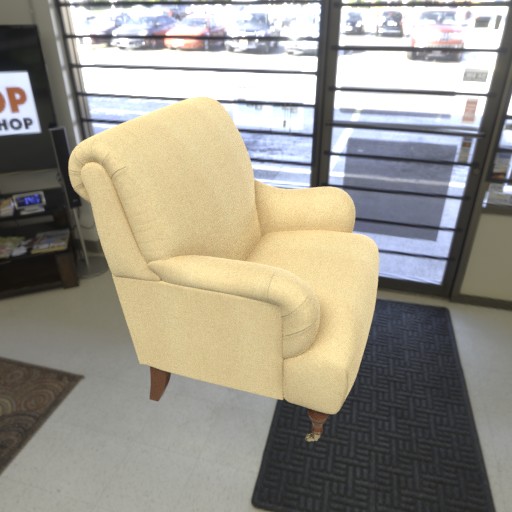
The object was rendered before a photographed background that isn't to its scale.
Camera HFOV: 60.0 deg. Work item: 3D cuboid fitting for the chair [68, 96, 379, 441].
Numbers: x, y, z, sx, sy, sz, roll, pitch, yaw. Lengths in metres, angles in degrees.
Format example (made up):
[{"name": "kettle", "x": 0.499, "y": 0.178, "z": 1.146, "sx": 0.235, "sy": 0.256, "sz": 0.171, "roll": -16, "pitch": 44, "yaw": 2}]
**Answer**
[{"name": "chair", "x": 0.000, "y": 0.000, "z": 1.546, "sx": 0.842, "sy": 0.944, "sz": 0.766, "roll": 10, "pitch": 31, "yaw": 16}]
